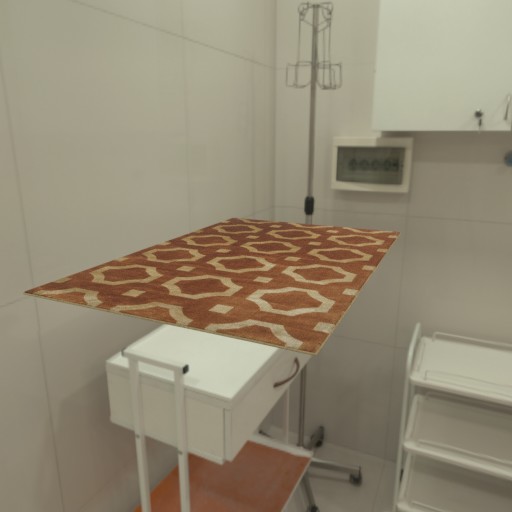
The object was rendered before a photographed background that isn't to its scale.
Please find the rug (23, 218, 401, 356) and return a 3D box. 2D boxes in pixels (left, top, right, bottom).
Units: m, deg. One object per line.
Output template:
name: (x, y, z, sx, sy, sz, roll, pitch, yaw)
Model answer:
rug: (0.000, 0.000, 2.940, 1.555, 0.016, 2.286, 7, 17, 24)
